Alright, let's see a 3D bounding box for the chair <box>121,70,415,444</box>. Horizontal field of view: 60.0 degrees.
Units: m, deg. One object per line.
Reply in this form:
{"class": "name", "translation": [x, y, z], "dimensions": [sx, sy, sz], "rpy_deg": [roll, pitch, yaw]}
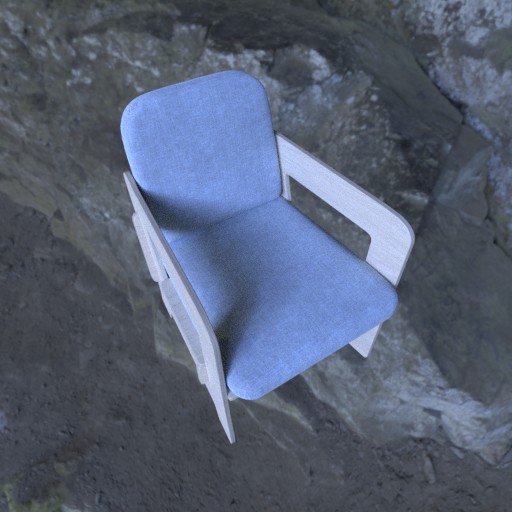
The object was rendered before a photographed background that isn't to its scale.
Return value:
{"class": "chair", "translation": [0.000, 0.000, 1.293], "dimensions": [0.590, 0.800, 0.710], "rpy_deg": [-25, 52, -22]}
